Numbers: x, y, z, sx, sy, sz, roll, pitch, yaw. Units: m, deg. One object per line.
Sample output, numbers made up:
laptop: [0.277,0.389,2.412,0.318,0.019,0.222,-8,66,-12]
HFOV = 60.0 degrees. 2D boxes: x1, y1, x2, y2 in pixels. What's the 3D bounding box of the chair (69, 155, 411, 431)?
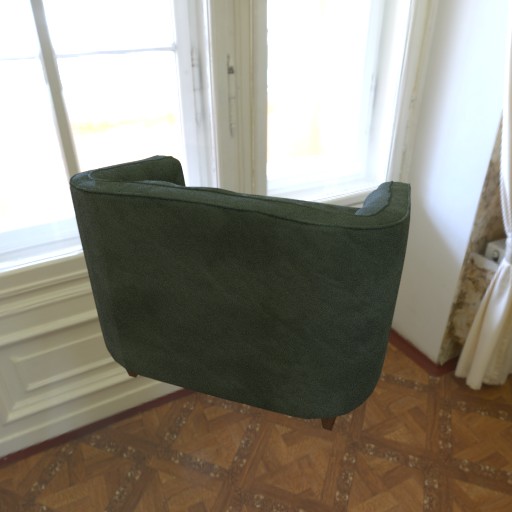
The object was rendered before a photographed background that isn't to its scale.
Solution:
chair: [0.000,0.000,1.736,1.104,0.852,0.941,10,32,16]
